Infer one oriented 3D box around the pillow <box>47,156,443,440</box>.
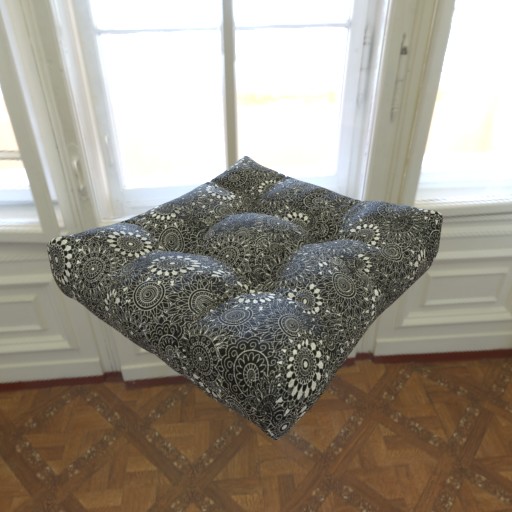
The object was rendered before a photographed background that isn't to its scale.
[{"bbox_3d":[0.000,0.000,0.741,0.468,0.128,0.490,24,40,31],"label":"pillow"}]
